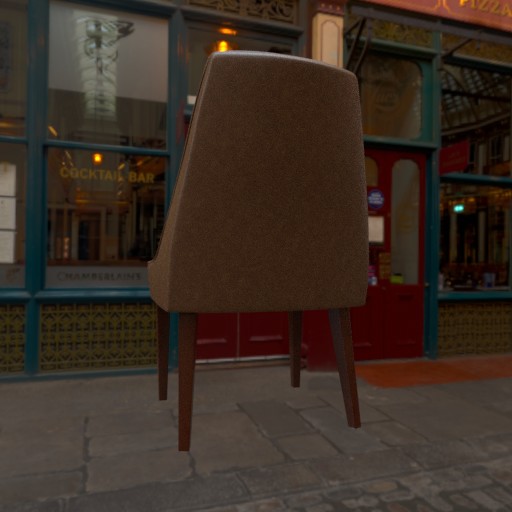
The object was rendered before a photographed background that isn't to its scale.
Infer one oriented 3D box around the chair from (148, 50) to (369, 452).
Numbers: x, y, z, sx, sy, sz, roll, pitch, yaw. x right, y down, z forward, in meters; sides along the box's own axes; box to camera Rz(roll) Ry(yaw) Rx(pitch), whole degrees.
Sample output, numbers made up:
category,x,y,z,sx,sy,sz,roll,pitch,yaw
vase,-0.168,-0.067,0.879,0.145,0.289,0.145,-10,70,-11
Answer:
category,x,y,z,sx,sy,sz,roll,pitch,yaw
chair,0.000,0.000,1.194,0.529,0.861,0.544,0,-1,-19
